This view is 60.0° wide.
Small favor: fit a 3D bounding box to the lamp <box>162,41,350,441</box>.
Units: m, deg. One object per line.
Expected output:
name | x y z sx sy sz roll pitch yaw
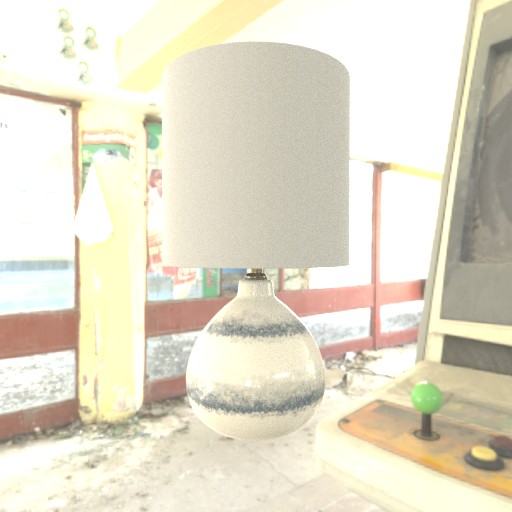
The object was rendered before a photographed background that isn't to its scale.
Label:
lamp | 0.000 0.000 0.524 0.216 0.404 0.216 0 1 -18
